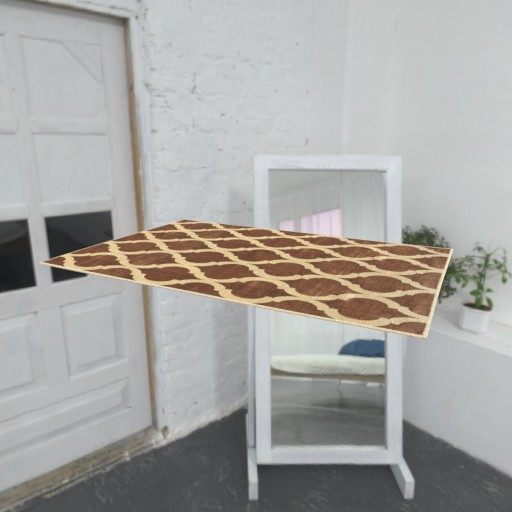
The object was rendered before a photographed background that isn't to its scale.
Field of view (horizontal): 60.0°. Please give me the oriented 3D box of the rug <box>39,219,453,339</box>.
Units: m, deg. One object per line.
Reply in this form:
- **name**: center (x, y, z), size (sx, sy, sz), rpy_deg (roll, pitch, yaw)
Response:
- **rug**: center (0.000, 0.000, 2.905), size (2.284, 0.008, 1.522), rpy_deg (8, 18, 26)
